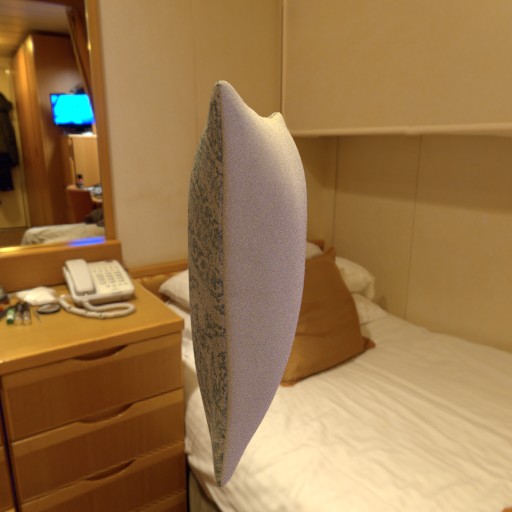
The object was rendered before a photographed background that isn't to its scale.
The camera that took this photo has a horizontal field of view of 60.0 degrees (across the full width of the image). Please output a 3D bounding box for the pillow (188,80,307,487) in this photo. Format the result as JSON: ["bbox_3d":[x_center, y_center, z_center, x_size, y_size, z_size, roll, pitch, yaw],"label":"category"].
[{"bbox_3d":[0.000,0.000,0.773,0.166,0.510,0.523,2,15,9],"label":"pillow"}]
